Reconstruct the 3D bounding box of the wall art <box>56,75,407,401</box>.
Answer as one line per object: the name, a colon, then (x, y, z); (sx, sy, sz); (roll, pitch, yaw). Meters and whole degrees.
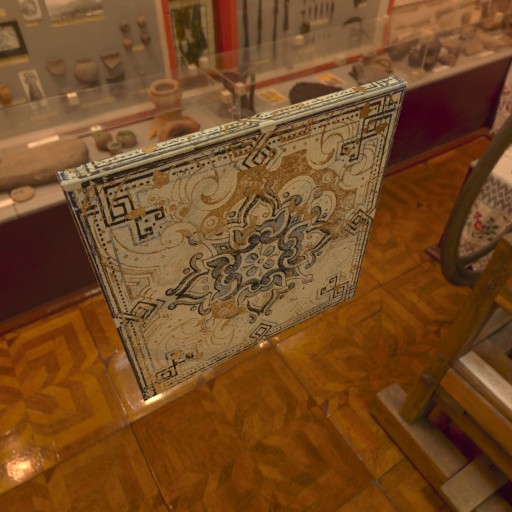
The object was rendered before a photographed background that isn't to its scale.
wall art: (0.000, 0.000, 0.913); (0.609, 0.607, 0.036); (-23, 50, -21)
